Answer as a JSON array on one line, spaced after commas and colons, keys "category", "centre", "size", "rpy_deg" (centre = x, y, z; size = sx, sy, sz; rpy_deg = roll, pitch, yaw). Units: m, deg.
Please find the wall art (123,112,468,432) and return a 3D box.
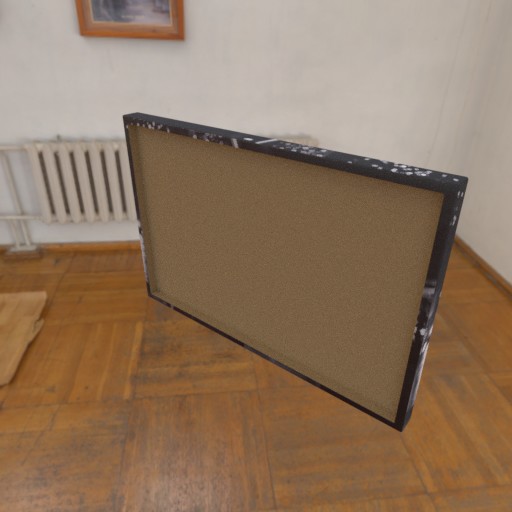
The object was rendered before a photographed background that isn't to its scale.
[{"category": "wall art", "centre": [0.000, 0.000, 0.770], "size": [0.609, 0.406, 0.037], "rpy_deg": [21, 35, 33]}]
